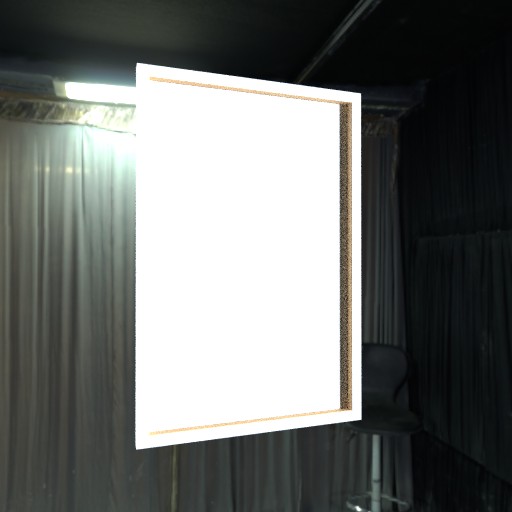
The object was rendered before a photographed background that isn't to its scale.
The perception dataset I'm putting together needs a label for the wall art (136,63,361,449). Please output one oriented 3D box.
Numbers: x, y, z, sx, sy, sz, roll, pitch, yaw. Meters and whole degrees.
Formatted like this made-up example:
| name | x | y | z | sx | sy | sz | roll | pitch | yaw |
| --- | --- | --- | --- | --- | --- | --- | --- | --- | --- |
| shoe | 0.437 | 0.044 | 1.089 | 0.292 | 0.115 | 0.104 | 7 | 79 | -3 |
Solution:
| name | x | y | z | sx | sy | sz | roll | pitch | yaw |
| --- | --- | --- | --- | --- | --- | --- | --- | --- | --- |
| wall art | 0.000 | 0.000 | 1.162 | 0.607 | 0.912 | 0.038 | 0 | 0 | -19 |
